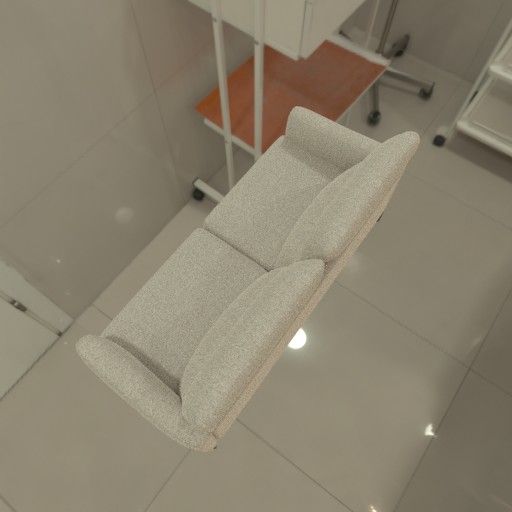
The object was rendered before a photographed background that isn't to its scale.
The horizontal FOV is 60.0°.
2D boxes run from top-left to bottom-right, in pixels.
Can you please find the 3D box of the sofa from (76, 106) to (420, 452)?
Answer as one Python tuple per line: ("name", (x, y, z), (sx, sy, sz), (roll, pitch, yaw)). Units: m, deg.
("sofa", (0.000, 0.000, 2.498), (0.856, 0.956, 2.015), (34, 69, 15))
